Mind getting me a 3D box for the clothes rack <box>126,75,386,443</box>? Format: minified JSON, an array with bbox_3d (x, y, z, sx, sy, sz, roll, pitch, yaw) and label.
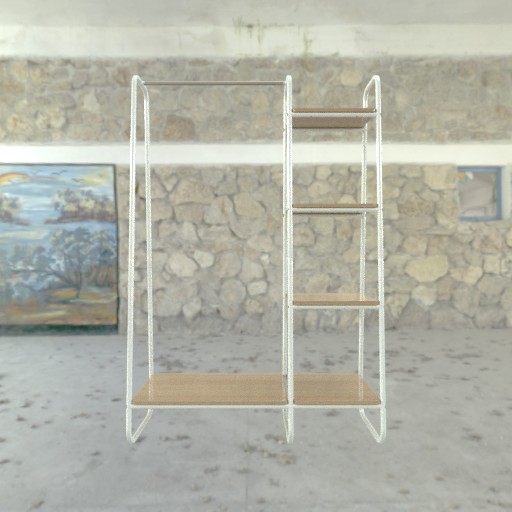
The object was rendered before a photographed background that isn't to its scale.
[{"bbox_3d":[0.000,0.000,1.906,1.011,1.500,0.400,0,0,0],"label":"clothes rack"}]
